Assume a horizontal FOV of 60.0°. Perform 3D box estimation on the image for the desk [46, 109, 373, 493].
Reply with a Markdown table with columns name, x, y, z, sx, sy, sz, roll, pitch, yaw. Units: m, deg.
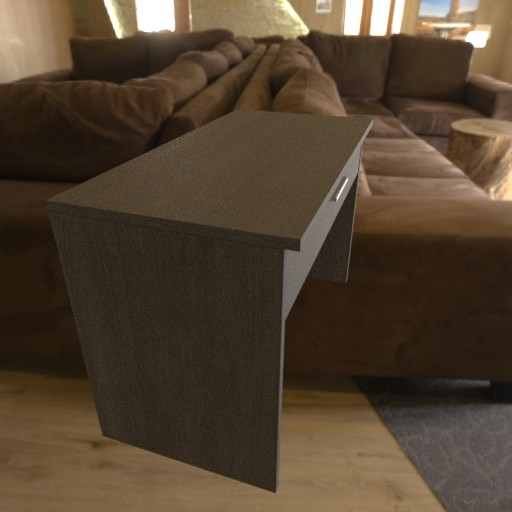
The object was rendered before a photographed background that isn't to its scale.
| name | x | y | z | sx | sy | sz | roll | pitch | yaw |
| --- | --- | --- | --- | --- | --- | --- | --- | --- | --- |
| desk | 0.000 | 0.000 | 1.488 | 0.557 | 0.729 | 1.099 | 10 | 30 | 17 |
